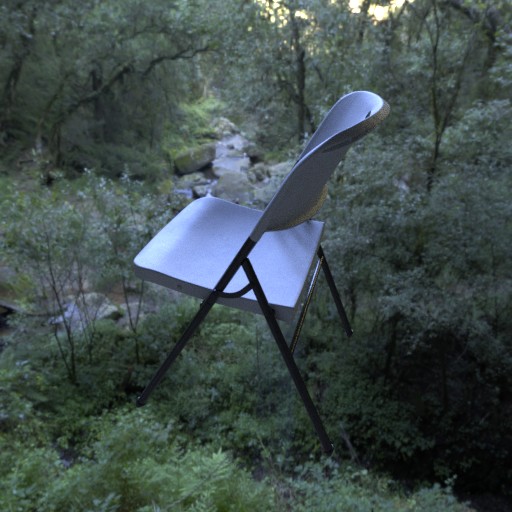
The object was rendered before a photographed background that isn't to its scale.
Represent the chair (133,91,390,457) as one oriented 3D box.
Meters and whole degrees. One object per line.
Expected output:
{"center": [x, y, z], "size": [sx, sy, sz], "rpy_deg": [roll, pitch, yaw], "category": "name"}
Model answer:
{"center": [0.000, 0.000, 1.170], "size": [0.566, 0.810, 0.494], "rpy_deg": [9, 32, 14], "category": "chair"}
